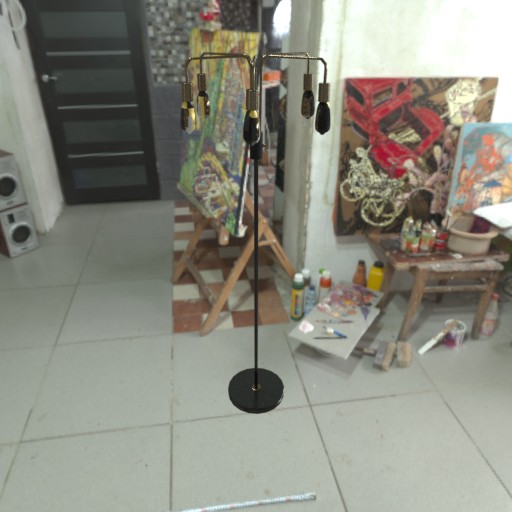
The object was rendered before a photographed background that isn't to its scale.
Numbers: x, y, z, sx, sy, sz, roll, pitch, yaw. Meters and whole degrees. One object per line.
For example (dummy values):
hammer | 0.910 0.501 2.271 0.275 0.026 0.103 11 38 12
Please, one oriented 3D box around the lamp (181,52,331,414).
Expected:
lamp | 0.000 0.000 2.069 0.599 1.721 0.572 -21 35 -33
